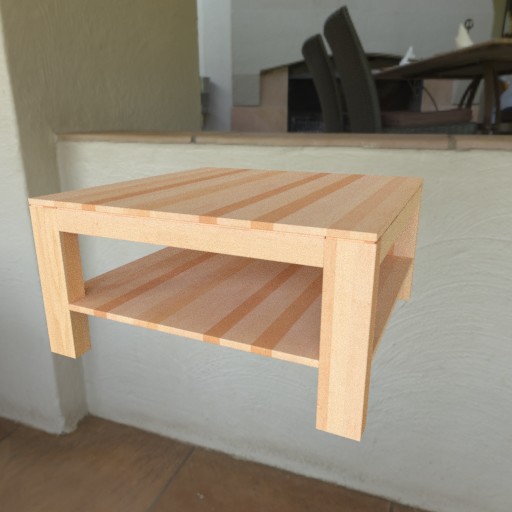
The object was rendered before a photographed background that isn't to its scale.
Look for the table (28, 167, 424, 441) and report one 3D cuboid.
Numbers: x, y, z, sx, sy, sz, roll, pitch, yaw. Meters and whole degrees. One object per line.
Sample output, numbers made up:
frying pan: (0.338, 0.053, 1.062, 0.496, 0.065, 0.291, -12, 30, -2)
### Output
table: (0.000, 0.000, 1.436, 0.900, 0.450, 0.900, 8, 19, 24)
